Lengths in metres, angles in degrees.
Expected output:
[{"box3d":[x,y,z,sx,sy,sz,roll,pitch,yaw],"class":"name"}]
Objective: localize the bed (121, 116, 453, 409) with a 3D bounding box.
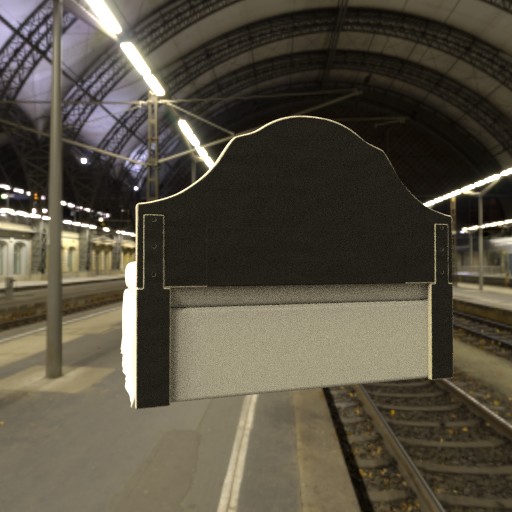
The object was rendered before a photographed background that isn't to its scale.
[{"box3d":[0.000,0.000,3.484,2.012,1.555,2.086,0,-1,-18],"class":"bed"}]
